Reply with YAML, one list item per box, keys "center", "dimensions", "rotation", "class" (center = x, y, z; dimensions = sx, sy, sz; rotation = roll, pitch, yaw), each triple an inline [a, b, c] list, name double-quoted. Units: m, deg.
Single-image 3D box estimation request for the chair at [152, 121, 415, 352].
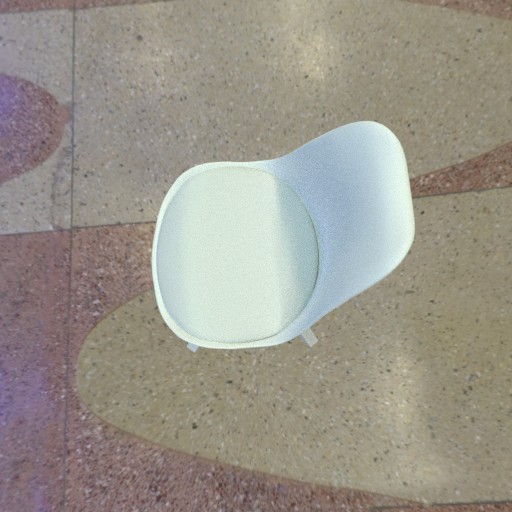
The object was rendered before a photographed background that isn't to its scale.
- center: [0.000, 0.000, 1.177]
  dimensions: [0.550, 0.850, 0.485]
  rotation: [-2, 76, -1]
  class: "chair"
